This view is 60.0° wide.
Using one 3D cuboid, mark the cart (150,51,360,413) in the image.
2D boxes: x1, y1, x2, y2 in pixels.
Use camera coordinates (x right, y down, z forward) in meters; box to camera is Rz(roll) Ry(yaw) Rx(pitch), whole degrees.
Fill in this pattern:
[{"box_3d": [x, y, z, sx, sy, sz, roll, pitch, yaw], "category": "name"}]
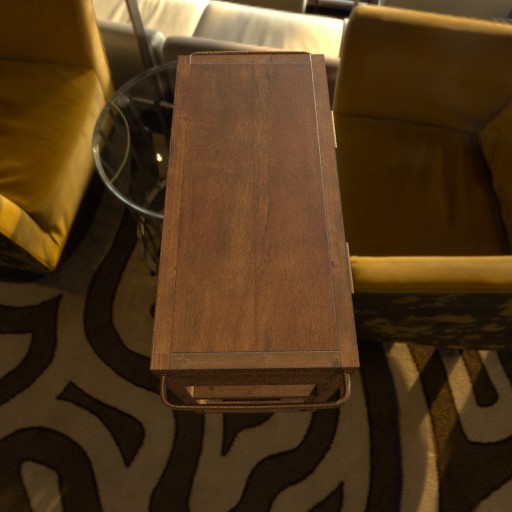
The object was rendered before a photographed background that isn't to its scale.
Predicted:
[{"box_3d": [0.000, 0.000, 1.477, 0.445, 0.830, 1.065, -1, 64, 0], "category": "cart"}]
